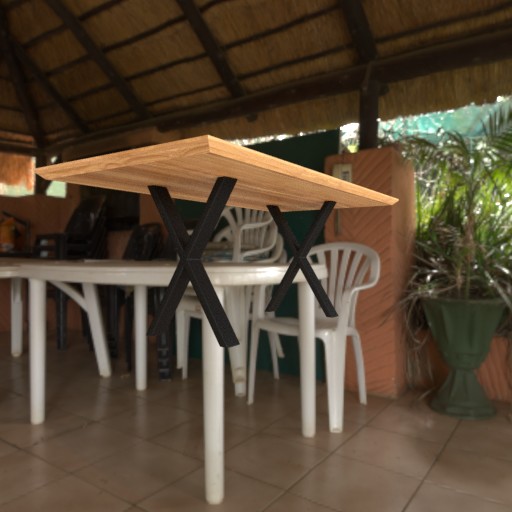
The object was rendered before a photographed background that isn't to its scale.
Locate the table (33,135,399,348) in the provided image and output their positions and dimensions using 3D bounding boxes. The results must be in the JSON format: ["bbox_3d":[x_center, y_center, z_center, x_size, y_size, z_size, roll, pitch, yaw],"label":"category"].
[{"bbox_3d":[0.000,0.000,2.488,1.000,0.770,2.000,0,1,34],"label":"table"}]
